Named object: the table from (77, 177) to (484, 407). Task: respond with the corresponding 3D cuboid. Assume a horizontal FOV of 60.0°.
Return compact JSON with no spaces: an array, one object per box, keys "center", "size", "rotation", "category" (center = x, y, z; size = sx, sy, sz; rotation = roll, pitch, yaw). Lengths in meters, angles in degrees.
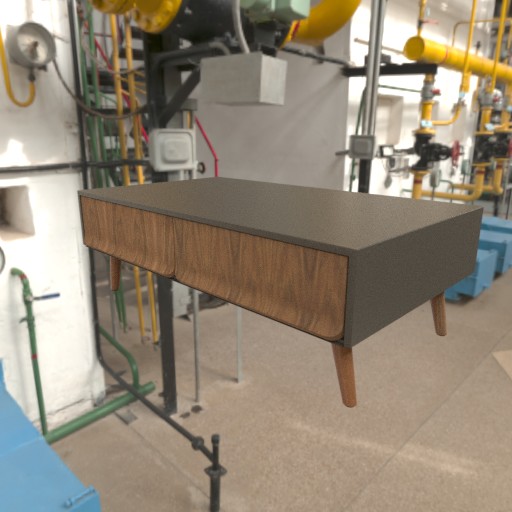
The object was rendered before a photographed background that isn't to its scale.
[{"center":[0.000,0.000,1.531],"size":[1.201,0.404,0.703],"rotation":[15,22,42],"category":"table"}]
